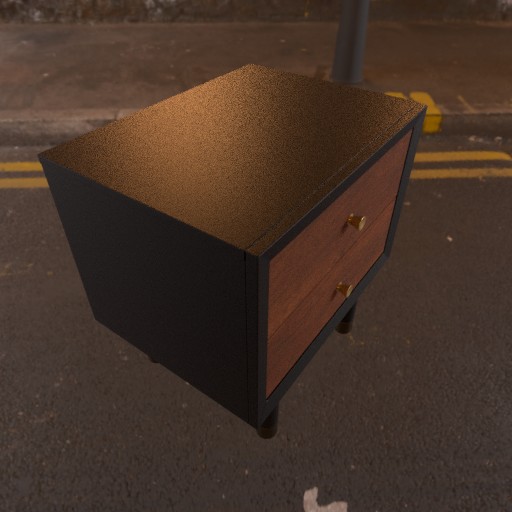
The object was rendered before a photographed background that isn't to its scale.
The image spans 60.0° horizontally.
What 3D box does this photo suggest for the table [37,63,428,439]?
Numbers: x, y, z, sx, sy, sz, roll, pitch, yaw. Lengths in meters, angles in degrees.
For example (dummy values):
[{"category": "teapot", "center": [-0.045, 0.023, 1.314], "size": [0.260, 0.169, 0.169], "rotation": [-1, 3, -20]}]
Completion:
[{"category": "table", "center": [0.000, 0.000, 0.959], "size": [0.441, 0.584, 0.564], "rotation": [25, 46, 27]}]
